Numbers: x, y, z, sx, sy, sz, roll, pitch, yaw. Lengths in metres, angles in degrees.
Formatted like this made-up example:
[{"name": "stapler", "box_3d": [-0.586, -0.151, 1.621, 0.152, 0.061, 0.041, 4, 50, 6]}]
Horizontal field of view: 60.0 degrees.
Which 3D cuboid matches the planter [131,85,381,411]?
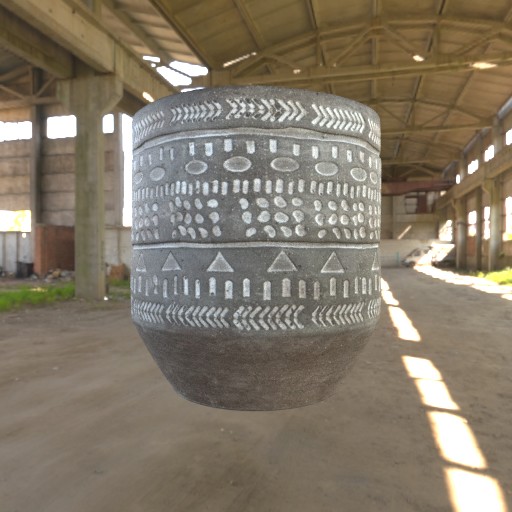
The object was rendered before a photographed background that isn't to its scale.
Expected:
[{"name": "planter", "box_3d": [0.000, 0.000, 0.224, 0.122, 0.128, 0.122, 0, 1, 0]}]
